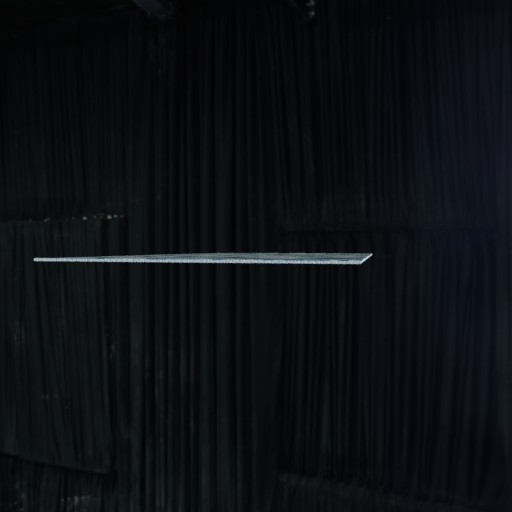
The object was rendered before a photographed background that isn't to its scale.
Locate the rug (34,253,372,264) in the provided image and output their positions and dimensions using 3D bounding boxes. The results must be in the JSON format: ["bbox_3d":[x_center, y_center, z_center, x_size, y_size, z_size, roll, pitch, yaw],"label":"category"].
[{"bbox_3d":[0.000,0.000,3.078,1.518,0.015,2.438,0,1,16],"label":"rug"}]
